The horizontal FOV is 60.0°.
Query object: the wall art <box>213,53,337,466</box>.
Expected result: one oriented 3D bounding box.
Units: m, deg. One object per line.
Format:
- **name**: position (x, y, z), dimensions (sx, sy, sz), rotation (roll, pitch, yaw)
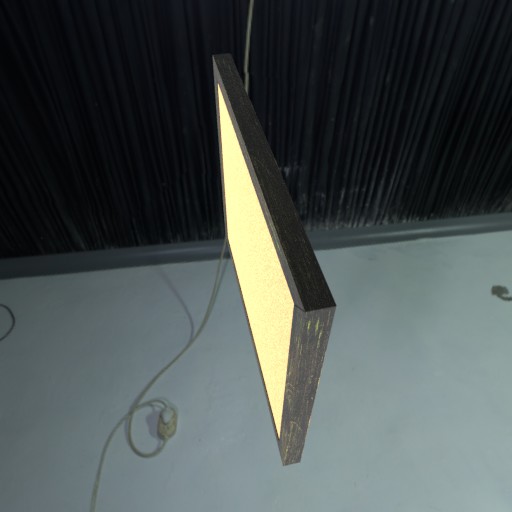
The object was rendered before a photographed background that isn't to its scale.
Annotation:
- **wall art**: position (0.000, 0.000, 0.768), dimensions (0.032, 0.457, 0.558), rotation (-9, 49, -8)
